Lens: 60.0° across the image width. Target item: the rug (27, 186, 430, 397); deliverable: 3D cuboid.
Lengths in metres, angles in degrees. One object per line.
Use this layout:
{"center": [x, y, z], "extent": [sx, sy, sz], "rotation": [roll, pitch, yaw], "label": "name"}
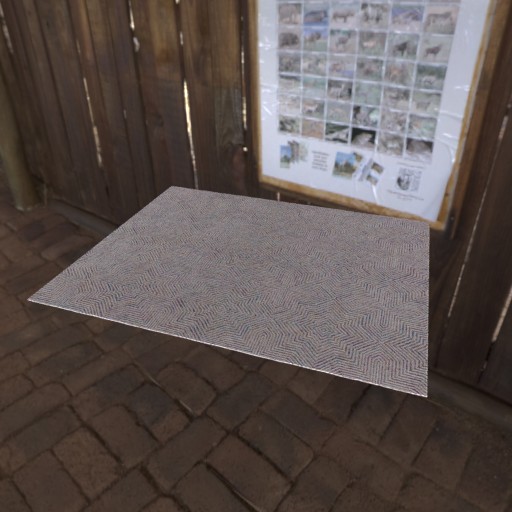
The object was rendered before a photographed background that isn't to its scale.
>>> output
{"center": [0.000, 0.000, 4.119], "extent": [3.046, 0.008, 2.442], "rotation": [10, 33, 16], "label": "rug"}
